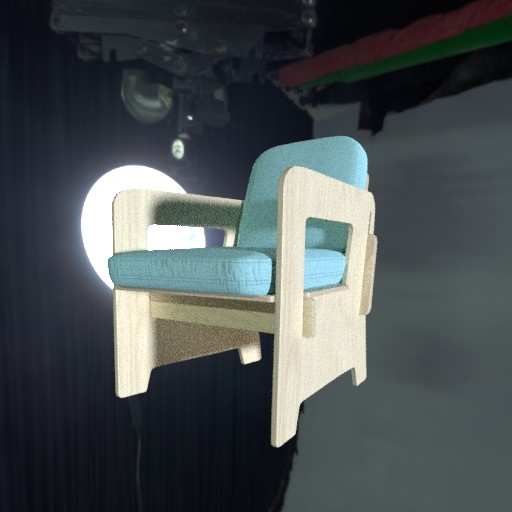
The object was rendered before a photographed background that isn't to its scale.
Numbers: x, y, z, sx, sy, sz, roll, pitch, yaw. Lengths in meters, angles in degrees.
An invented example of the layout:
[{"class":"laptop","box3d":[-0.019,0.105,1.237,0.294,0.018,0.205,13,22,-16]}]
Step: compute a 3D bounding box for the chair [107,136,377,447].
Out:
[{"class":"chair","box3d":[0.000,0.000,1.316,0.590,0.800,0.710,0,1,37]}]
